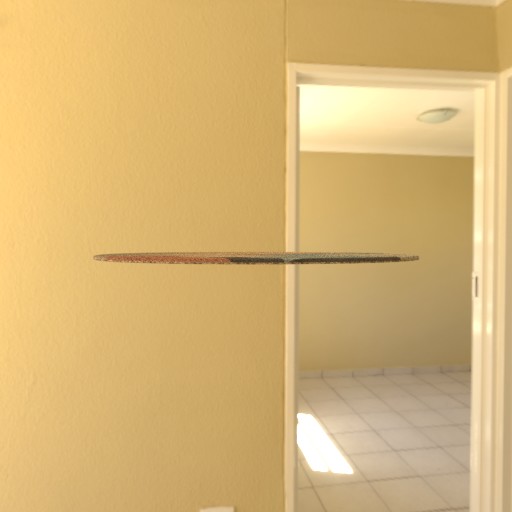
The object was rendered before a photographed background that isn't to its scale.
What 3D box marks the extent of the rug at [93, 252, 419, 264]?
[{"bbox_3d":[0.000,0.000,3.563,2.461,0.033,2.461,0,1,0],"label":"rug"}]
